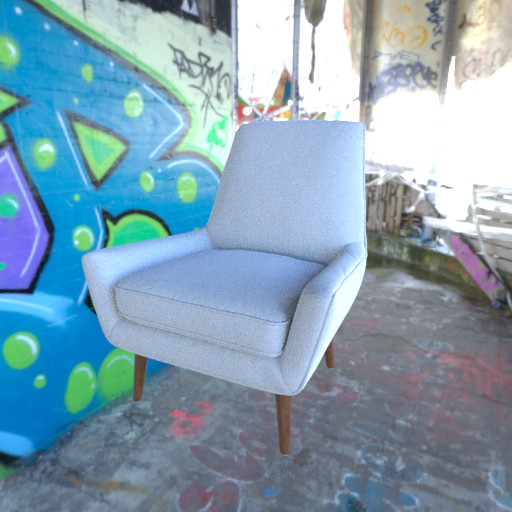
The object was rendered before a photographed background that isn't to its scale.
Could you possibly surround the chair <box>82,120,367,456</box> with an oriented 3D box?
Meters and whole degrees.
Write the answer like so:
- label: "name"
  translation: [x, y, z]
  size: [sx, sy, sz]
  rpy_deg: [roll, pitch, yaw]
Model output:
- label: "chair"
  translation: [0.000, 0.000, 1.482]
  size: [0.787, 0.888, 0.822]
  rpy_deg: [8, 17, 27]
